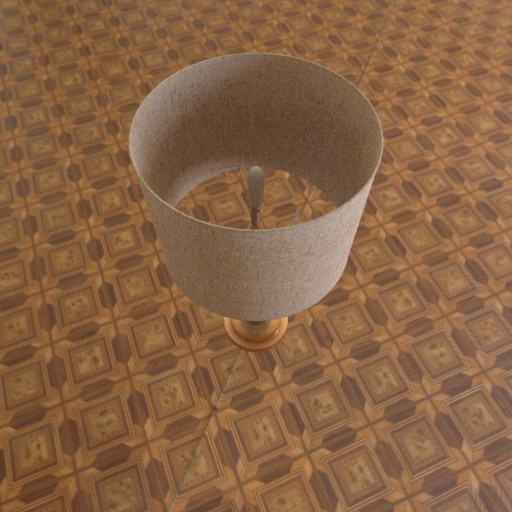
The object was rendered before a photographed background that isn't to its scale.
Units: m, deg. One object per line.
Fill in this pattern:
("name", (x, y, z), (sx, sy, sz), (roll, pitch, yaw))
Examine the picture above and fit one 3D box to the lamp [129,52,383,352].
("lamp", (0.000, 0.000, 0.822), (0.321, 0.610, 0.321), (31, 63, 18))
